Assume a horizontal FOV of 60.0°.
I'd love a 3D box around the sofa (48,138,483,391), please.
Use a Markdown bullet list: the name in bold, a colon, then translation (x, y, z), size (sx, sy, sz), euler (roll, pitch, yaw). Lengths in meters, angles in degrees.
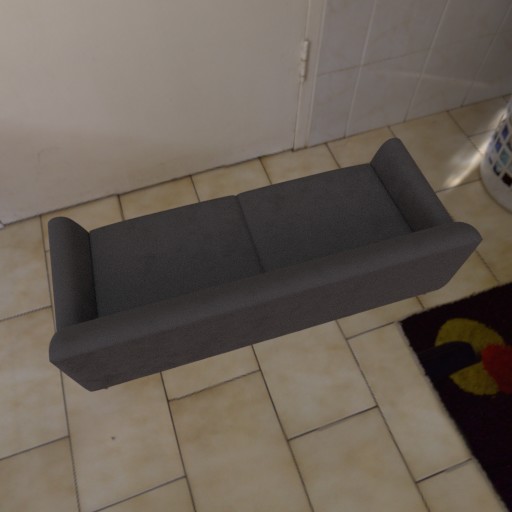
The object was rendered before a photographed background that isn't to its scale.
- **sofa**: translation (0.000, 0.000, 2.620), size (2.190, 0.740, 0.900), euler (-15, 61, -9)
